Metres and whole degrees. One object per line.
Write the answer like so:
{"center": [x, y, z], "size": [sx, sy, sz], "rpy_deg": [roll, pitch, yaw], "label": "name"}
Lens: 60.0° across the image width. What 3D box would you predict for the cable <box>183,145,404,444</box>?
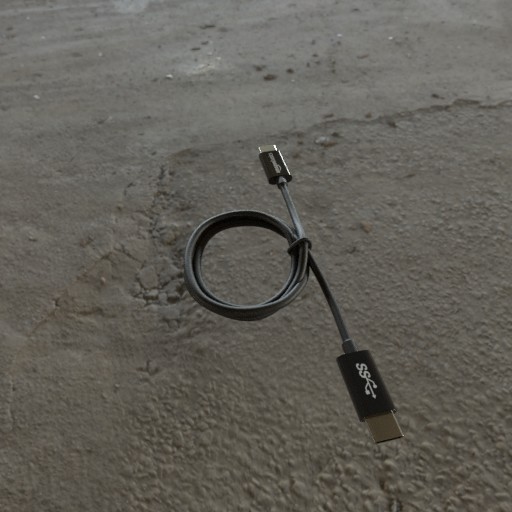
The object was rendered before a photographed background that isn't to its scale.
{"center": [0.000, 0.000, 0.210], "size": [0.070, 0.014, 0.186], "rpy_deg": [-9, 48, -9], "label": "cable"}
